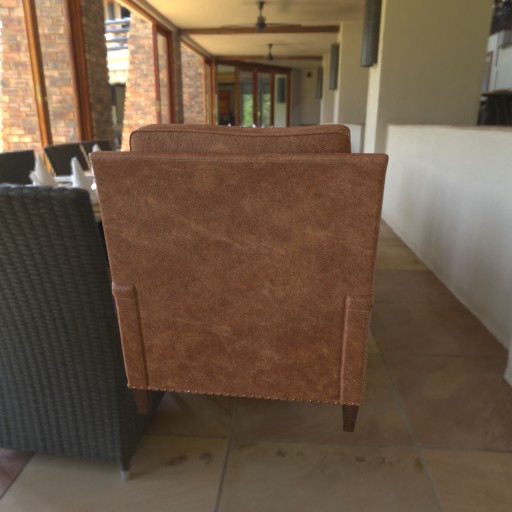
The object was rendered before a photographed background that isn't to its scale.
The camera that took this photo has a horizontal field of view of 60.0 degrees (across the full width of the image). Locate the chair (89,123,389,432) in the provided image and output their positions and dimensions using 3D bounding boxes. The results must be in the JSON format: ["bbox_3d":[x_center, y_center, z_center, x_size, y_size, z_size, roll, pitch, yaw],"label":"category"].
[{"bbox_3d":[0.000,0.000,1.839,0.854,1.054,1.035,2,17,7],"label":"chair"}]
